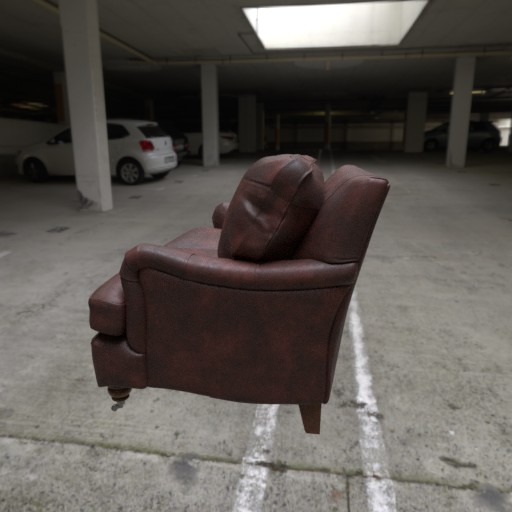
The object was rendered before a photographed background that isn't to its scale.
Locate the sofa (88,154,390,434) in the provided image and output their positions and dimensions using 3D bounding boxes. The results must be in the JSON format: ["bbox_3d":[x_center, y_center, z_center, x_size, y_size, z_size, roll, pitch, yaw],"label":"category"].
[{"bbox_3d":[0.000,0.000,2.387,1.148,1.070,1.628,2,13,8],"label":"sofa"}]
